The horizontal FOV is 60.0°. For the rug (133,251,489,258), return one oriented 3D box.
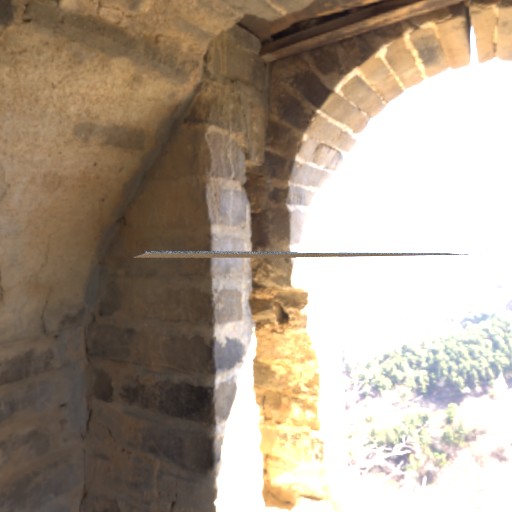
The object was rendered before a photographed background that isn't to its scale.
[{"bbox_3d":[0.000,0.000,2.193,1.142,0.006,1.752,0,-1,-17],"label":"rug"}]
